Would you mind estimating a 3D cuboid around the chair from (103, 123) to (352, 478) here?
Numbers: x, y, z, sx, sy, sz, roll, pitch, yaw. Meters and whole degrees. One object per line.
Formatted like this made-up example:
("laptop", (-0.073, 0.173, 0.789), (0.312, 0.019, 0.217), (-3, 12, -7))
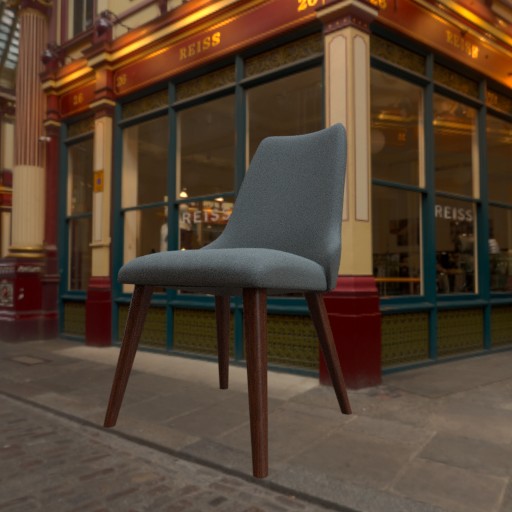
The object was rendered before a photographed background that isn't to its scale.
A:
("chair", (0.000, 0.000, 1.334), (0.535, 0.918, 0.707), (-1, -2, 36))
